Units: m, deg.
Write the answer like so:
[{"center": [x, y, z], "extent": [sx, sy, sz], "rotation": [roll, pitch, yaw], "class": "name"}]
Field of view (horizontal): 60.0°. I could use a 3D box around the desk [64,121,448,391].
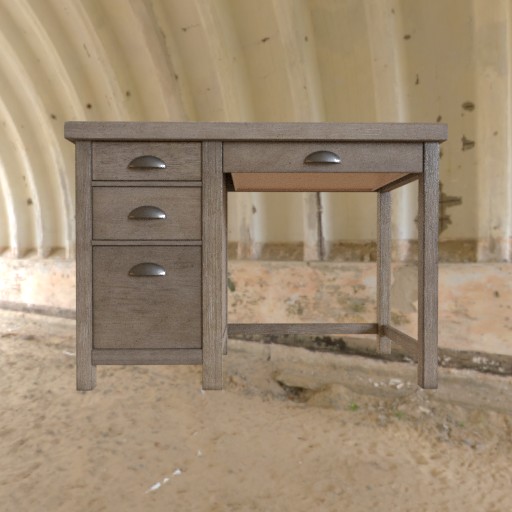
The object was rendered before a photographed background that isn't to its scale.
[{"center": [0.000, 0.000, 1.797], "extent": [1.289, 0.912, 0.610], "rotation": [0, 1, -1], "class": "desk"}]
